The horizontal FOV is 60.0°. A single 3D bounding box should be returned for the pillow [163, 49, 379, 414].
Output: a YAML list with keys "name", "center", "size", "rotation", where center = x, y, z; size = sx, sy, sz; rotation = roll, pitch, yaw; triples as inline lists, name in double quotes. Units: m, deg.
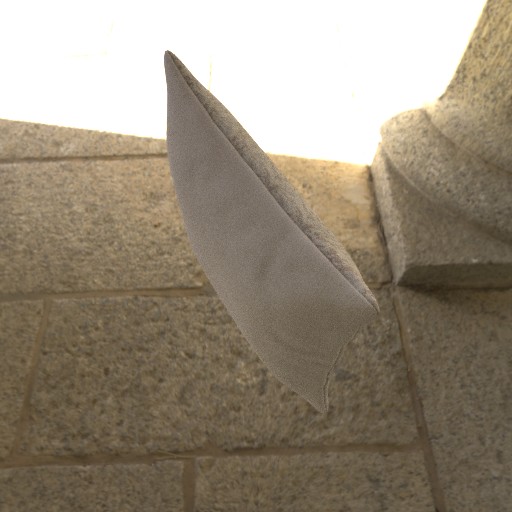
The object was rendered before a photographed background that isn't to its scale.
- name: "pillow"
  center: [0.000, 0.000, 0.791]
  size: [0.166, 0.510, 0.523]
  rotation: [-28, 63, -15]
